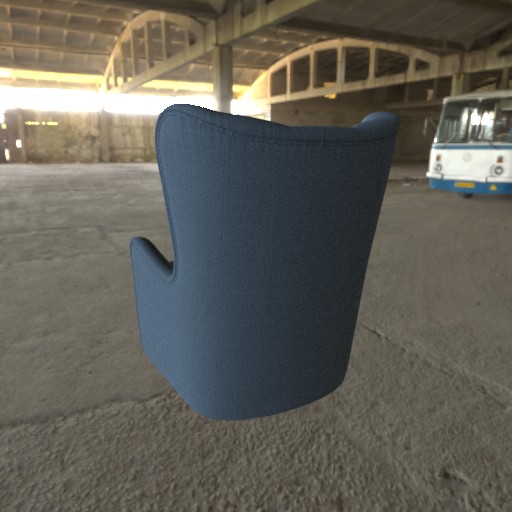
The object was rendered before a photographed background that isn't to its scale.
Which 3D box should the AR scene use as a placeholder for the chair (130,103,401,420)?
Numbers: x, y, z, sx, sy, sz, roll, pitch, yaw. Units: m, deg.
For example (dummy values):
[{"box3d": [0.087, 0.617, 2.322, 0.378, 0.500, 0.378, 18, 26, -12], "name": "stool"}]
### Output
[{"box3d": [0.000, 0.000, 1.751, 0.831, 1.079, 0.930, -7, 16, -27], "name": "chair"}]
